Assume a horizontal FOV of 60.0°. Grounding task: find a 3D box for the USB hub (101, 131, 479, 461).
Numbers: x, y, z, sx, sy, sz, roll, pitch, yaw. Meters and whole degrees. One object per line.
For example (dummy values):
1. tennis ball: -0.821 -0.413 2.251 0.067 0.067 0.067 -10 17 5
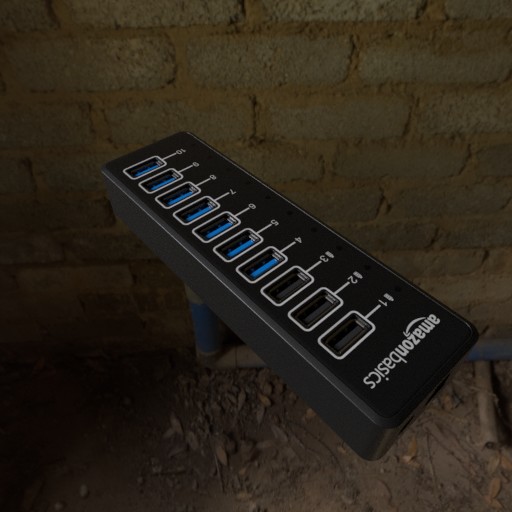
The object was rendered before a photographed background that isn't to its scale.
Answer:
1. USB hub: 0.000 0.000 0.159 0.044 0.023 0.145 -33 54 -27
